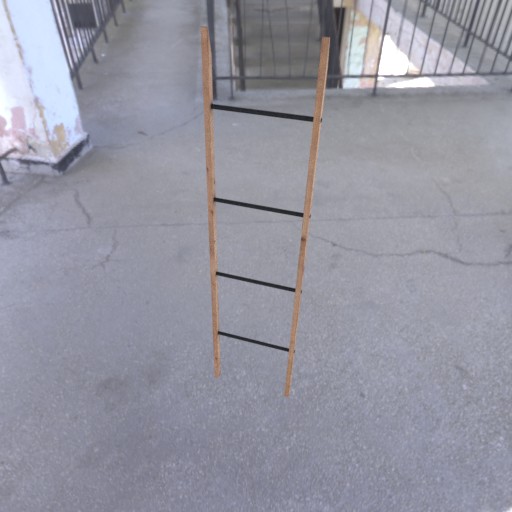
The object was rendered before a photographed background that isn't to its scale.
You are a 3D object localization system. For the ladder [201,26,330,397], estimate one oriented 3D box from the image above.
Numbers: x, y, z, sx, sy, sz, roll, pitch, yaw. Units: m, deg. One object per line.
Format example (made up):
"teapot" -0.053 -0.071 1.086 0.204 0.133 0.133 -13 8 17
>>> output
"ladder" 0.000 0.000 1.977 0.442 1.805 0.200 12 43 13
